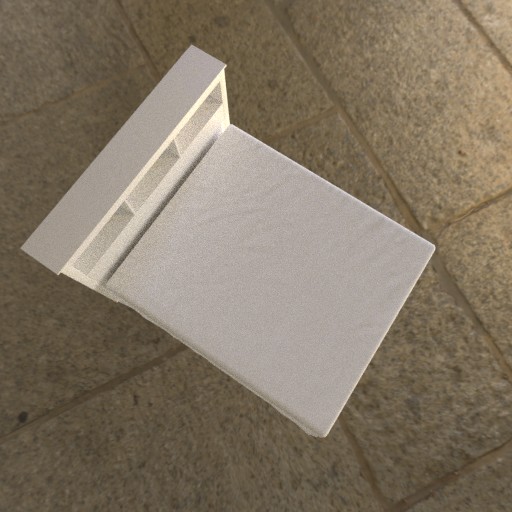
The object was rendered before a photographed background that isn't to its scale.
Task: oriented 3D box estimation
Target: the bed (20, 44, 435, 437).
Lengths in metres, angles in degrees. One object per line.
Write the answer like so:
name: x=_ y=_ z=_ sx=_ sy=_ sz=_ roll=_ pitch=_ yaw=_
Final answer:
bed: x=0.000 y=0.000 z=3.090 sx=2.133 sy=1.092 sz=1.671 roll=33 pitch=77 yaw=8
